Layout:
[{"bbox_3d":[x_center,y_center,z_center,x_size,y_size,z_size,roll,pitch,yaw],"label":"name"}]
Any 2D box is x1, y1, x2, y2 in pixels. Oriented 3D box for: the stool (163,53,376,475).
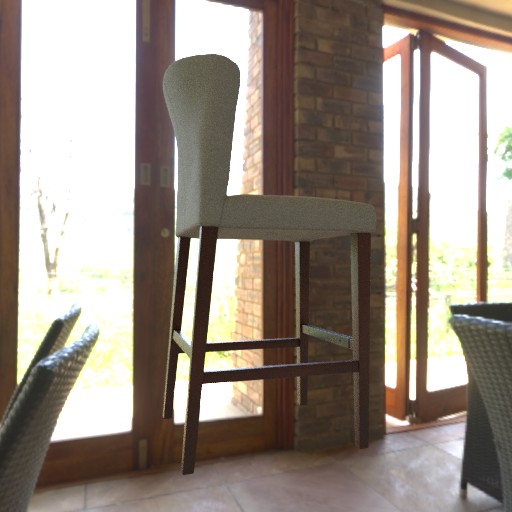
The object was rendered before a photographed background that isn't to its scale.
[{"bbox_3d":[0.000,0.000,1.366,0.568,1.069,0.479,1,-2,-18],"label":"stool"}]
